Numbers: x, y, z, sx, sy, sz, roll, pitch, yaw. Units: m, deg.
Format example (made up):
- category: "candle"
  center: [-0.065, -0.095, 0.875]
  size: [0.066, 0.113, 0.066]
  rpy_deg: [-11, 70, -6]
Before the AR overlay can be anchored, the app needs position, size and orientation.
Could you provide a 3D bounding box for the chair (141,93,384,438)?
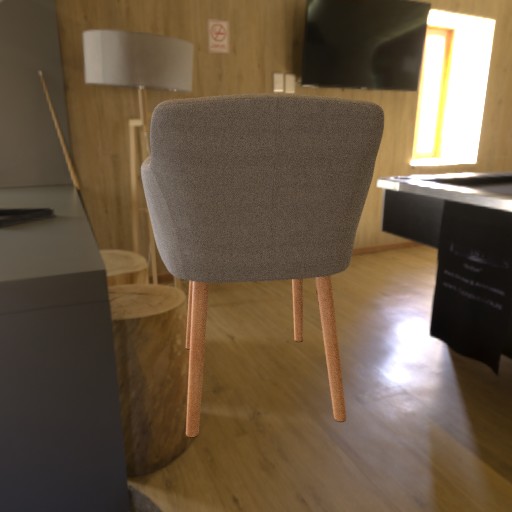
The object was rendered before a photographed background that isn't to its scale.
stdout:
- category: "chair"
  center: [0.000, 0.000, 1.174]
  size: [0.570, 0.780, 0.540]
  rpy_deg: [-2, 17, -8]
